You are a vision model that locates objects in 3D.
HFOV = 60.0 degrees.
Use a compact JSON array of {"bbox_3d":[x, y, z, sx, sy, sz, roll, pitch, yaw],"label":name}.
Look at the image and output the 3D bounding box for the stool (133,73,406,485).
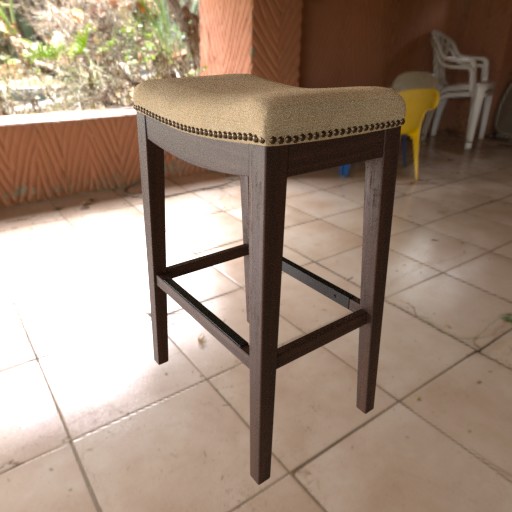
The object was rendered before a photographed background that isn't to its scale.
[{"bbox_3d":[0.000,0.000,1.040,0.363,0.768,0.509,-18,31,-32],"label":"stool"}]
